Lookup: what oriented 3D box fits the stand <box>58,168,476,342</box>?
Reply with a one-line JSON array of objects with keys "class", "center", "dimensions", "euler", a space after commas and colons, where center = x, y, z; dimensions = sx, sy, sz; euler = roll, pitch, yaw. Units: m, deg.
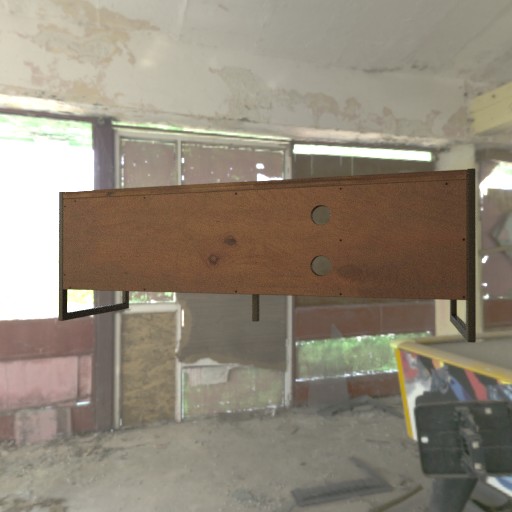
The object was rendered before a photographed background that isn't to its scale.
[{"class": "stand", "center": [0.000, 0.000, 1.724], "dimensions": [1.480, 0.506, 0.454], "euler": [0, 0, 18]}]
